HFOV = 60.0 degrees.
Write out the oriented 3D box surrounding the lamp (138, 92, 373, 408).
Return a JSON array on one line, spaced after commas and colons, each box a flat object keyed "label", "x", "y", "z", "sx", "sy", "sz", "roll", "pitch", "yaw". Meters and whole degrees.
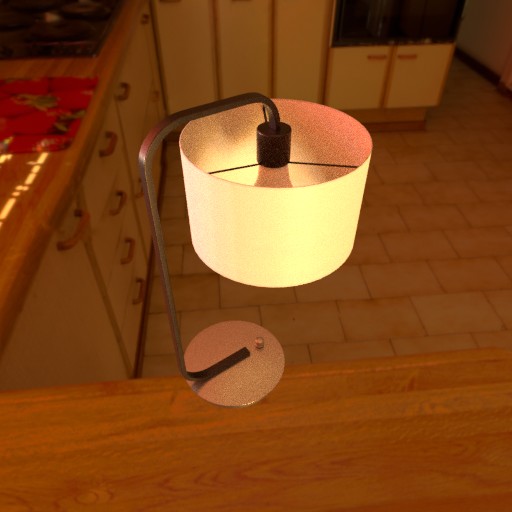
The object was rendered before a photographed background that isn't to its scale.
[{"label": "lamp", "x": 0.000, "y": 0.000, "z": 0.640, "sx": 0.288, "sy": 0.473, "sz": 0.230, "roll": -25, "pitch": 47, "yaw": -26}]
